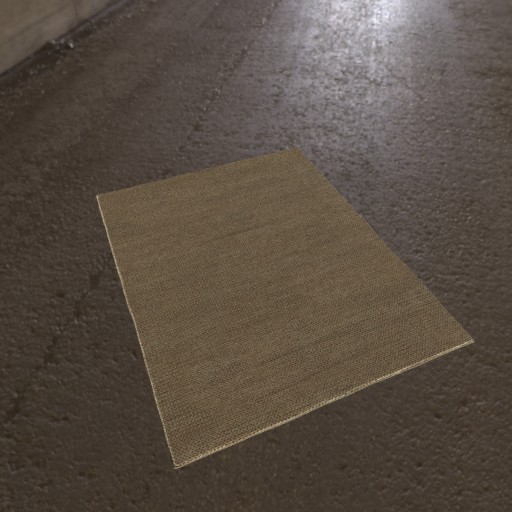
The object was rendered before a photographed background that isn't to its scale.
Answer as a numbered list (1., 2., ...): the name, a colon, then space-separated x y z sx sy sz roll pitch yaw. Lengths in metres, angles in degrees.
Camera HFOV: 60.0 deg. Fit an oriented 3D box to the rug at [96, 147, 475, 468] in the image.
1. rug: 0.000 0.000 4.100 2.429 0.030 3.052 -17 48 -16
